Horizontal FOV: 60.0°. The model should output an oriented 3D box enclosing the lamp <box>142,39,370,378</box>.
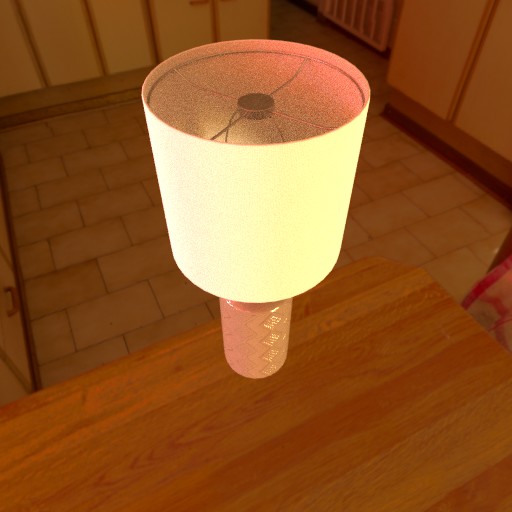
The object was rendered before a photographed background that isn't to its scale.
[{"bbox_3d":[0.000,0.000,0.573,0.207,0.461,0.207,25,52,22],"label":"lamp"}]
